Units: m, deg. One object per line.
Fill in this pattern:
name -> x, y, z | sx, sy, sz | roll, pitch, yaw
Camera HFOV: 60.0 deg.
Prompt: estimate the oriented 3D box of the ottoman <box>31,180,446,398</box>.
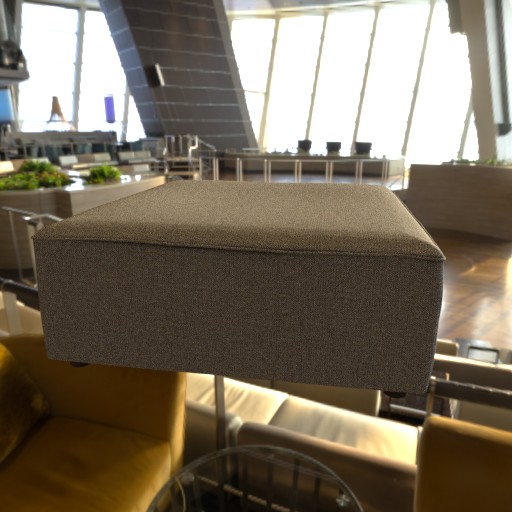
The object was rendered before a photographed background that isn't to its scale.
ottoman -> 0.000, 0.000, 1.546 | 1.023, 0.423, 1.017 | 3, 17, 10
